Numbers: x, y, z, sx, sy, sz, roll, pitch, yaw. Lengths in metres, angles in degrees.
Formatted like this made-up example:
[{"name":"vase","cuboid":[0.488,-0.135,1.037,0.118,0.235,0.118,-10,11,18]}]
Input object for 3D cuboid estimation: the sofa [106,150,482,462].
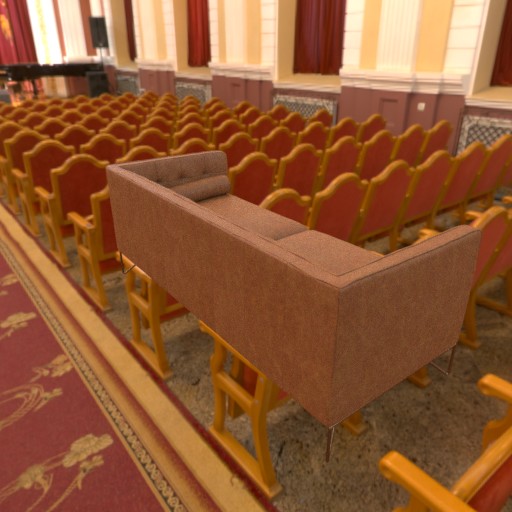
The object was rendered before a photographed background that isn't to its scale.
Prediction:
[{"name":"sofa","cuboid":[0.000,0.000,2.542,0.912,0.798,2.079,-18,30,-33]}]
